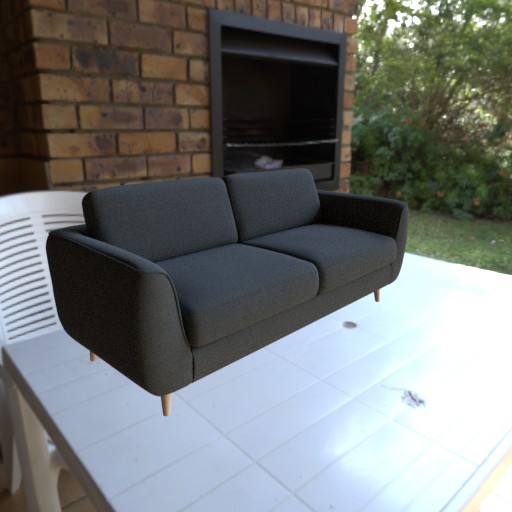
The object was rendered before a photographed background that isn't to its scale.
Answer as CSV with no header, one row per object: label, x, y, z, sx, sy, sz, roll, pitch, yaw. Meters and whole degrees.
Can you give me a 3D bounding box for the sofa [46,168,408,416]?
sofa,0.000,0.000,2.463,0.920,0.850,2.000,15,22,42
